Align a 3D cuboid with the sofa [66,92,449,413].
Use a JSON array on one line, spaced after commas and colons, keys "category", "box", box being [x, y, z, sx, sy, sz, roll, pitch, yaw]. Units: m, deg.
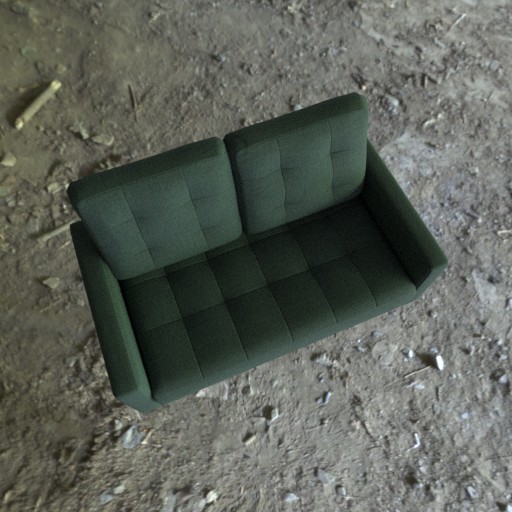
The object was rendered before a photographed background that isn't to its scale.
[{"category": "sofa", "box": [0.000, 0.000, 1.940, 1.407, 0.907, 0.842, -20, 66, -10]}]
